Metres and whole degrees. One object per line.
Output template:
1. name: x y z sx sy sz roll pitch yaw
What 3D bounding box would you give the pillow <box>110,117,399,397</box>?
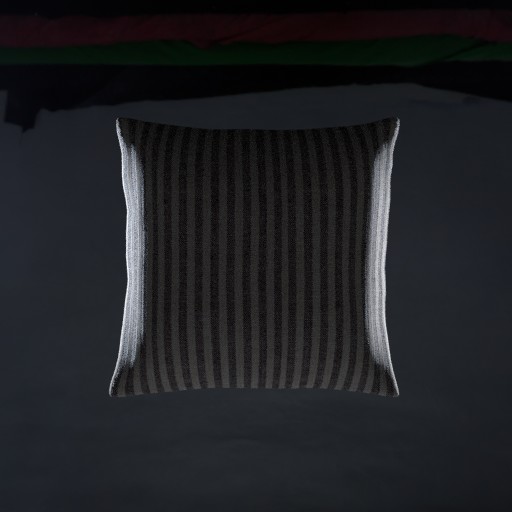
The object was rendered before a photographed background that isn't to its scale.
1. pillow: 0.000 0.000 0.803 0.523 0.506 0.166 0 0 0
